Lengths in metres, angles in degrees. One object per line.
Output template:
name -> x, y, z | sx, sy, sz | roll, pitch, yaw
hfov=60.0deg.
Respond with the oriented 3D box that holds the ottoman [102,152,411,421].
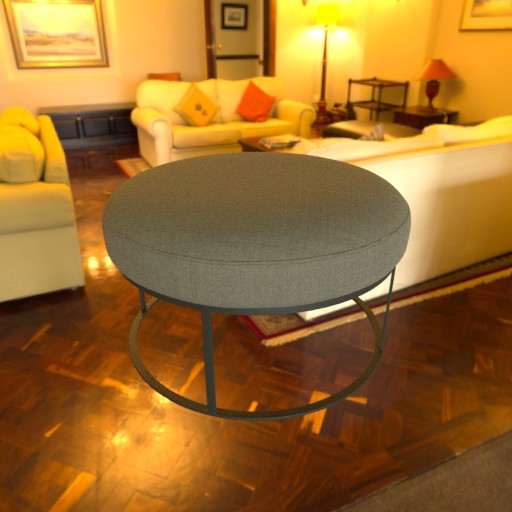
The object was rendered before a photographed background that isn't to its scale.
ottoman -> 0.000, 0.000, 1.213 | 0.772, 0.460, 0.772 | 0, 26, 0
